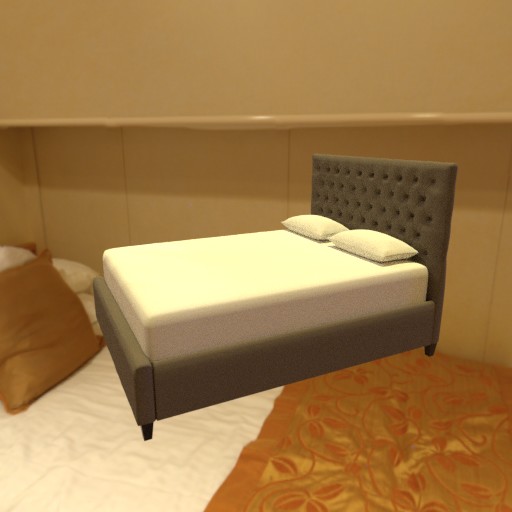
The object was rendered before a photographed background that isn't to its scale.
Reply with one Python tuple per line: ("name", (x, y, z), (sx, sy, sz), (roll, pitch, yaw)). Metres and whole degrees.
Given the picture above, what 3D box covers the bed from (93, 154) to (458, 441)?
("bed", (0.000, 0.000, 3.388), (2.233, 1.426, 1.696), (-8, 17, -26))
